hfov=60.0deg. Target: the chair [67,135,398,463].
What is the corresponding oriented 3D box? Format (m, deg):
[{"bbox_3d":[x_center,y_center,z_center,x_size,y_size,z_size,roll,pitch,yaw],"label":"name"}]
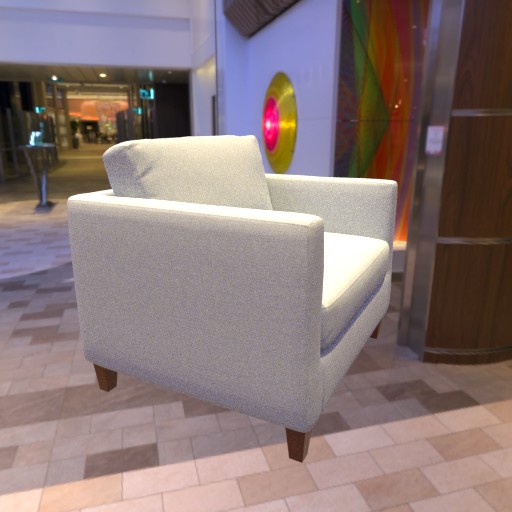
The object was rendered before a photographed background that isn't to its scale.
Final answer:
[{"bbox_3d":[0.000,0.000,1.840,0.953,0.961,1.107,8,18,27],"label":"chair"}]
